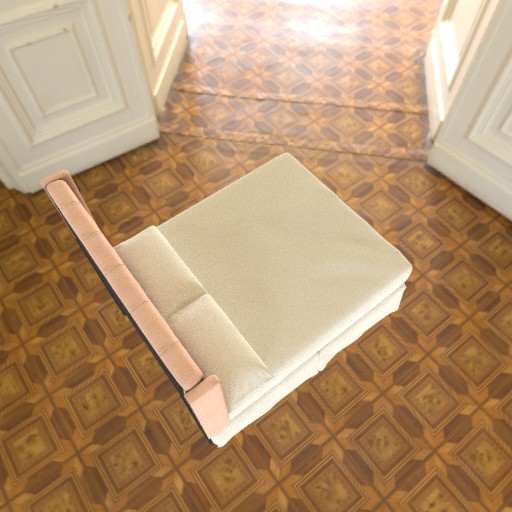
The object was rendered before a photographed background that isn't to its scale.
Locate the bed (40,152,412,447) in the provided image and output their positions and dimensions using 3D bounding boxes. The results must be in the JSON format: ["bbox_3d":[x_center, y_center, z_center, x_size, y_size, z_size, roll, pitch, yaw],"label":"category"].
[{"bbox_3d":[0.000,0.000,3.399,2.066,1.665,1.719,-33,64,-18],"label":"bed"}]
